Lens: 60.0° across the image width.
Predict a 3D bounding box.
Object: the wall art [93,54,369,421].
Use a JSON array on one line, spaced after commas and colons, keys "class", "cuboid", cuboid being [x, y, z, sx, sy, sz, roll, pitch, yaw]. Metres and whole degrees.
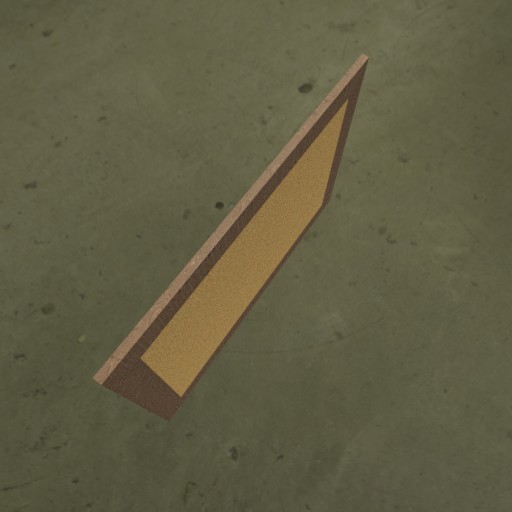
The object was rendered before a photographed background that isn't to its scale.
[{"class": "wall art", "cuboid": [0.000, 0.000, 1.170, 0.019, 0.626, 0.917, 32, 68, 14]}]
